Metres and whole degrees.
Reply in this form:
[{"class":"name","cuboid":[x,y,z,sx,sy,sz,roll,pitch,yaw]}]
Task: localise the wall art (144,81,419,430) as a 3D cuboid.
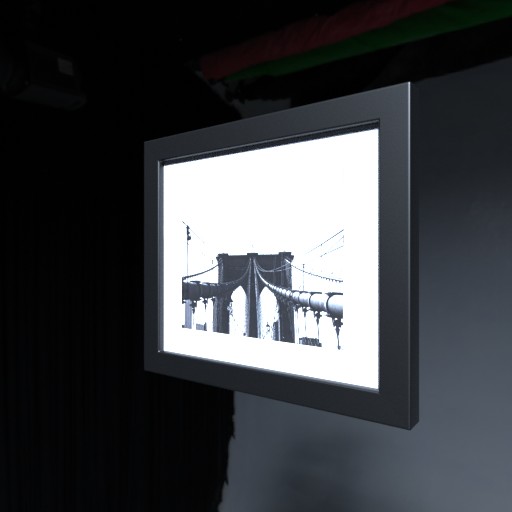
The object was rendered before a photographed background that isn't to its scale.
[{"class":"wall art","cuboid":[0.000,0.000,0.541,0.380,0.330,0.028,0,0,36]}]
